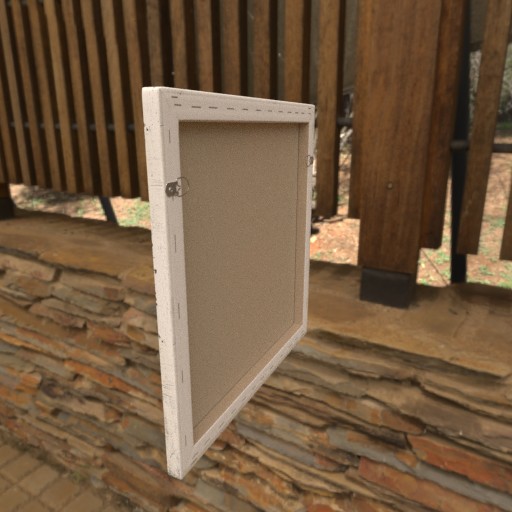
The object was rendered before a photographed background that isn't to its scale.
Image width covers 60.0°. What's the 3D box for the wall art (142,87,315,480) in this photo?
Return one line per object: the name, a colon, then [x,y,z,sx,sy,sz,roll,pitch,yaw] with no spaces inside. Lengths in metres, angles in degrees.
wall art: [0.000,0.000,1.137,0.038,0.762,0.762,8,18,25]
